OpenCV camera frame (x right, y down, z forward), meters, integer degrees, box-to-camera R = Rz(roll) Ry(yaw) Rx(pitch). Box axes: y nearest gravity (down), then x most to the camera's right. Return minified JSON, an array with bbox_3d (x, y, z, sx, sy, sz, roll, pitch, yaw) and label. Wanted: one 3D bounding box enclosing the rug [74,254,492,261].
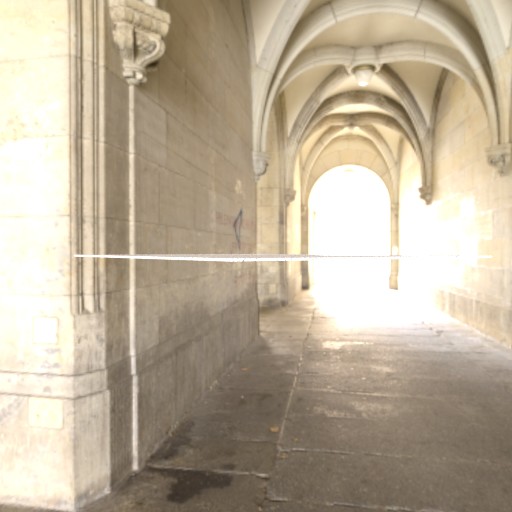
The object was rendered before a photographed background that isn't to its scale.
[{"bbox_3d":[0.000,0.000,4.057,2.457,0.015,3.049,0,1,-35],"label":"rug"}]
